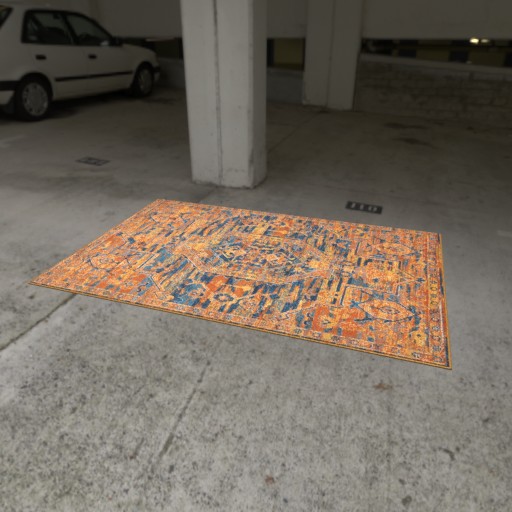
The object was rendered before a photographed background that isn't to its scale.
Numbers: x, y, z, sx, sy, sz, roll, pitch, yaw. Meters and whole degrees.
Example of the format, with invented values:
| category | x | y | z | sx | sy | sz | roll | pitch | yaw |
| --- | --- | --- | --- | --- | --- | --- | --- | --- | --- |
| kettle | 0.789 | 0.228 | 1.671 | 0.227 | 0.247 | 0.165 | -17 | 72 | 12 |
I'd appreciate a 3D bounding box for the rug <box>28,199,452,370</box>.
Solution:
| category | x | y | z | sx | sy | sz | roll | pitch | yaw |
| --- | --- | --- | --- | --- | --- | --- | --- | --- | --- |
| rug | 0.000 | 0.000 | 2.200 | 1.758 | 0.013 | 1.148 | 9 | 28 | 17 |
